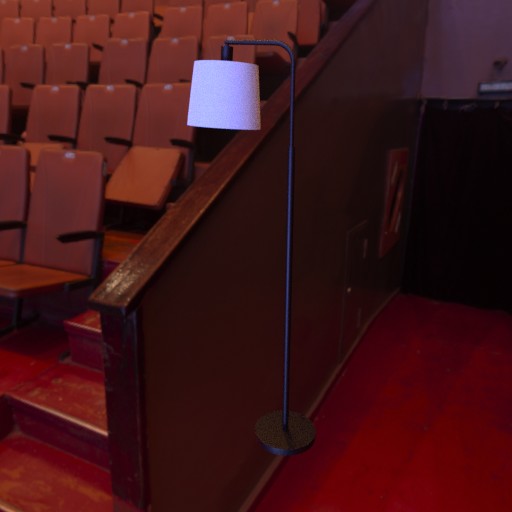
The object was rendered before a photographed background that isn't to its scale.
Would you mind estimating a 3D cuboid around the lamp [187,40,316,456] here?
[{"bbox_3d":[0.000,0.000,1.645,0.508,1.478,0.254,8,18,25],"label":"lamp"}]
